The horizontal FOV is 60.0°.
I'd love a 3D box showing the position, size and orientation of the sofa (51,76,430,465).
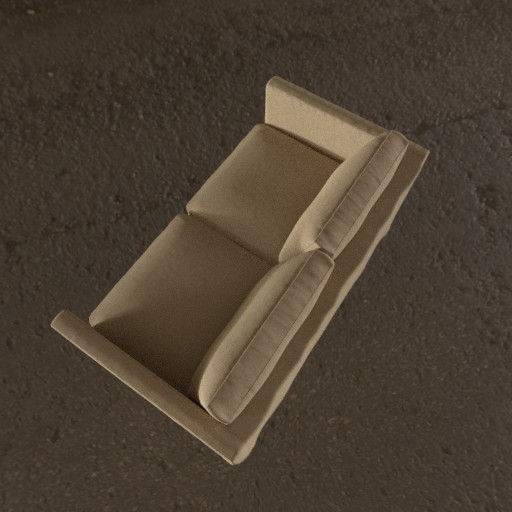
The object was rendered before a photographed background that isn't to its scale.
[{"bbox_3d":[0.000,0.000,2.249,0.962,0.835,1.719,31,68,14],"label":"sofa"}]
